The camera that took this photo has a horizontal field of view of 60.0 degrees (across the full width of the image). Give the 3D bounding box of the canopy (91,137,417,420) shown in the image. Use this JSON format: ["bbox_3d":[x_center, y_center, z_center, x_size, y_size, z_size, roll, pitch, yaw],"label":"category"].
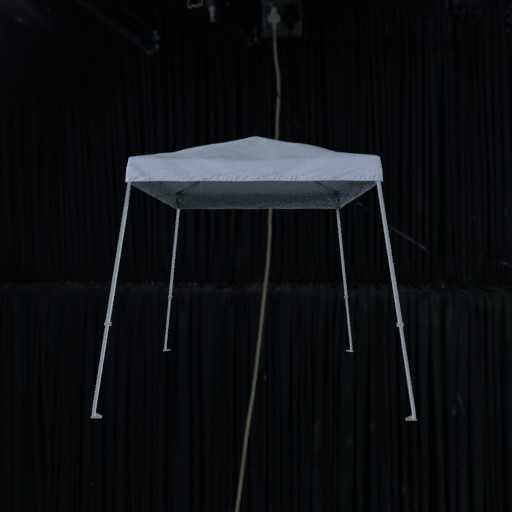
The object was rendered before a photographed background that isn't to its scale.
[{"bbox_3d":[0.000,0.000,6.684,3.599,3.600,3.600,0,0,1],"label":"canopy"}]
